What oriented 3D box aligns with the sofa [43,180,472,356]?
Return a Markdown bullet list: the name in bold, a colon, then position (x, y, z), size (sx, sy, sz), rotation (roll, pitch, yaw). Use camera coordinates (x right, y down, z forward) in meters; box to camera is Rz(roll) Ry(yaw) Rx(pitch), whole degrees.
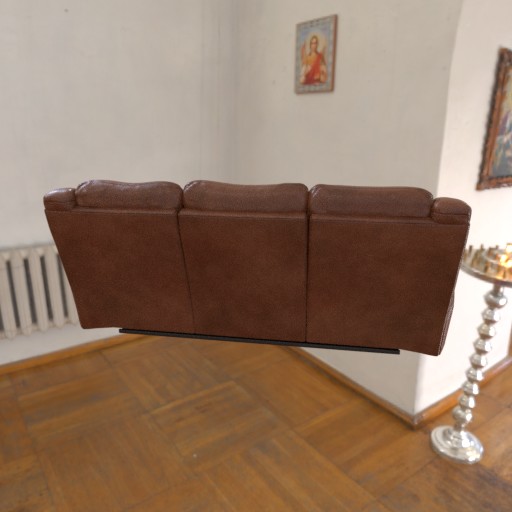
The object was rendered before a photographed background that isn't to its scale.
- **sofa**: position (0.000, 0.000, 2.814), size (2.337, 1.043, 0.991), rotation (3, 17, 9)
